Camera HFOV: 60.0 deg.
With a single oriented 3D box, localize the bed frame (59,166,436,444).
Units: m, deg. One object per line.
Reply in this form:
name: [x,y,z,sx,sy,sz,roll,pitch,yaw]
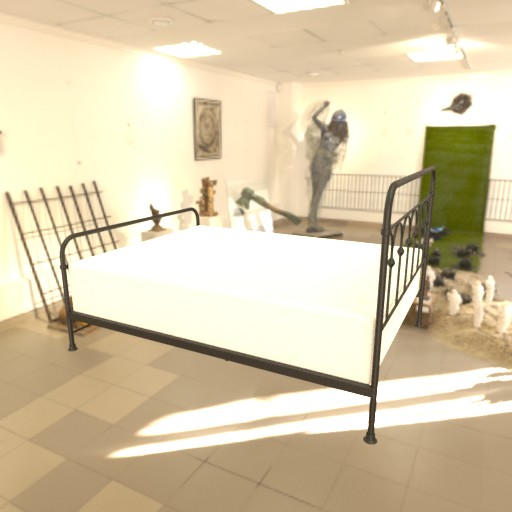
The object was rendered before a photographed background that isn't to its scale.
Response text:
bed frame: [0.000,0.000,3.224,2.203,1.276,1.664,8,17,27]
